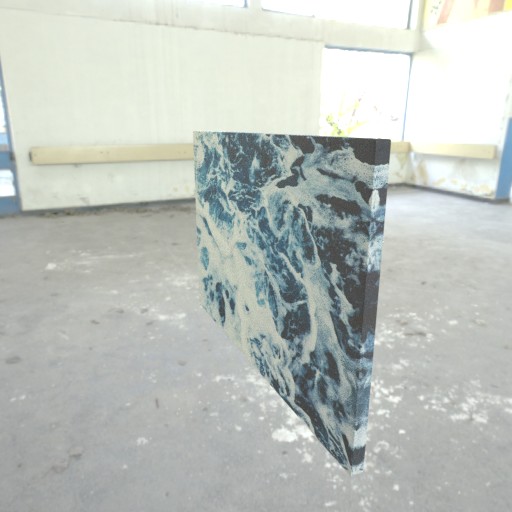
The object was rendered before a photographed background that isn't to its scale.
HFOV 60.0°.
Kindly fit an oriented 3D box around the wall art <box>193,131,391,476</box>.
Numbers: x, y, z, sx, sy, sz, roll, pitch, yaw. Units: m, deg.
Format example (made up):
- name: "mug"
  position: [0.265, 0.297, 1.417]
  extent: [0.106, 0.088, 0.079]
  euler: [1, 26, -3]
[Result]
- name: "wall art"
  position: [0.000, 0.000, 1.905]
  extent: [0.055, 1.017, 1.524]
  euler: [-8, 18, -24]
